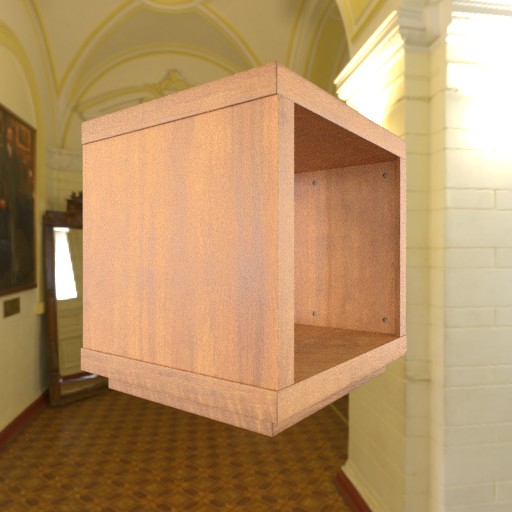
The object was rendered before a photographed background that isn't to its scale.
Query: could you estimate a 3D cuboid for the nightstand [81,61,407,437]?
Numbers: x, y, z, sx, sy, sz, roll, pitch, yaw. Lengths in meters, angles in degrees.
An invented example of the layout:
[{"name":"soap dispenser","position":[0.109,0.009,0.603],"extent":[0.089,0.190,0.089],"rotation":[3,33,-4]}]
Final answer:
[{"name":"nightstand","position":[0.000,0.000,0.879],"extent":[0.436,0.491,0.493],"rotation":[0,0,37]}]
